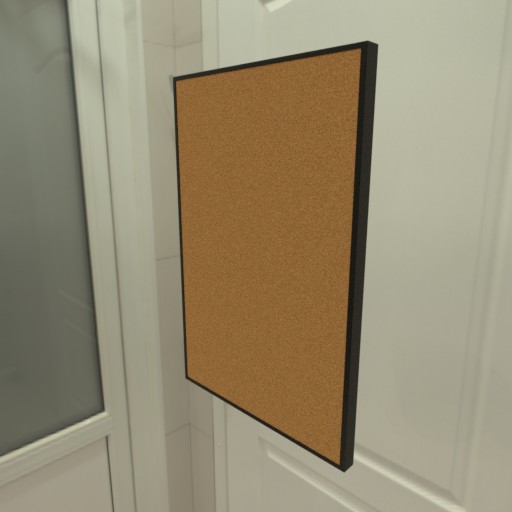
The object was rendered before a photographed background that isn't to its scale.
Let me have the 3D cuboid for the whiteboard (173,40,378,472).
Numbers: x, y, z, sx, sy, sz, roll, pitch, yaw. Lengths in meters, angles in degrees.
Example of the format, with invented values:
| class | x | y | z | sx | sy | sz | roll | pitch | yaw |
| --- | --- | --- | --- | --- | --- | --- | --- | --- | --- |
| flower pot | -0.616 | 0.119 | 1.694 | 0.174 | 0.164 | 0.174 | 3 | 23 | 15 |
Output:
| class | x | y | z | sx | sy | sz | roll | pitch | yaw |
| --- | --- | --- | --- | --- | --- | --- | --- | --- | --- |
| whiteboard | 0.000 | 0.000 | 0.754 | 0.406 | 0.611 | 0.026 | 13 | 19 | 43 |
